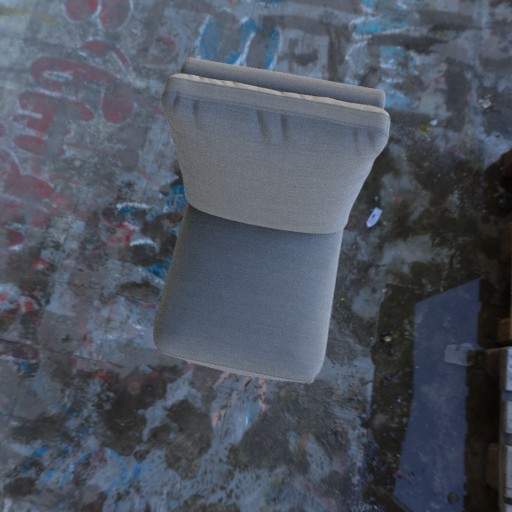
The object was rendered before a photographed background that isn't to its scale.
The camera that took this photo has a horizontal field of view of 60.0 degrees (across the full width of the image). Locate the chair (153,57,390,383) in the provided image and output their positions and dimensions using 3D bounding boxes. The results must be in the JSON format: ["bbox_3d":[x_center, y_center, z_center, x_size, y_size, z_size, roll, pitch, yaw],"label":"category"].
[{"bbox_3d":[0.000,0.000,1.318,0.503,0.927,0.698,11,76,3],"label":"chair"}]
